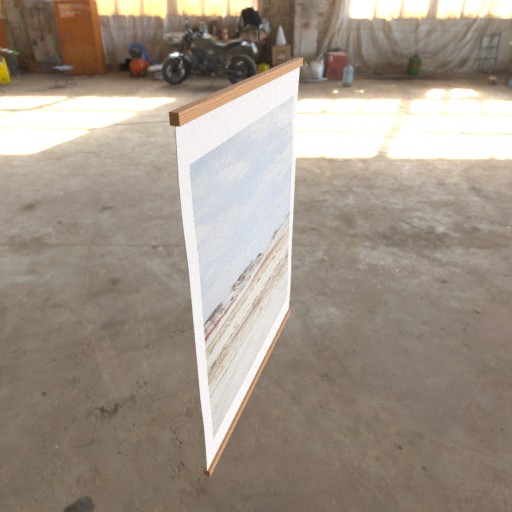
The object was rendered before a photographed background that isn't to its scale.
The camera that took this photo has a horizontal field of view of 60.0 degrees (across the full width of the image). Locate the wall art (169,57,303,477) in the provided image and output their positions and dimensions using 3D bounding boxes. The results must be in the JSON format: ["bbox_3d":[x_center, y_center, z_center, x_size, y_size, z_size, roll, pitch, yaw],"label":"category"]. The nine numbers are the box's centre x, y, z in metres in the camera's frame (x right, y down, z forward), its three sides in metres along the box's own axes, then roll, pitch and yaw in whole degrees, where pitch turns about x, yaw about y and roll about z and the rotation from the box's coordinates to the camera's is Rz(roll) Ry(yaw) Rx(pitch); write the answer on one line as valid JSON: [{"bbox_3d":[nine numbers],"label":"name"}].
[{"bbox_3d":[0.000,0.000,0.668,0.010,0.507,0.404,11,32,17],"label":"wall art"}]
